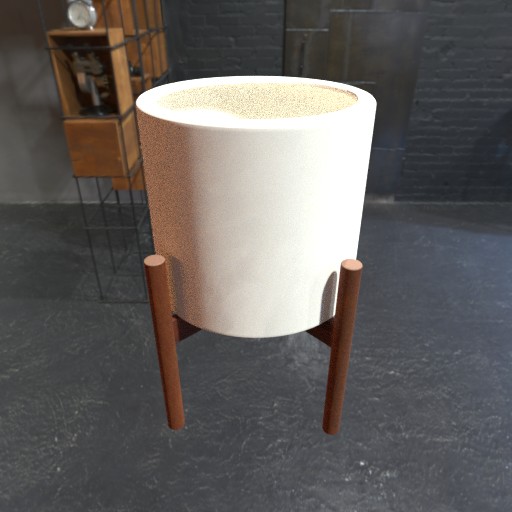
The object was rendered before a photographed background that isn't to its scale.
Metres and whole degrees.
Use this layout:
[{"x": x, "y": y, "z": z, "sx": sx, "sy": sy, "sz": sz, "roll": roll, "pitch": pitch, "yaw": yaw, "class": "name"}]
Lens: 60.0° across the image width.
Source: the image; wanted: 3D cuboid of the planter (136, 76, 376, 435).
[{"x": 0.000, "y": 0.000, "z": 0.512, "sx": 0.224, "sy": 0.358, "sz": 0.224, "roll": 1, "pitch": 30, "yaw": 2, "class": "planter"}]
